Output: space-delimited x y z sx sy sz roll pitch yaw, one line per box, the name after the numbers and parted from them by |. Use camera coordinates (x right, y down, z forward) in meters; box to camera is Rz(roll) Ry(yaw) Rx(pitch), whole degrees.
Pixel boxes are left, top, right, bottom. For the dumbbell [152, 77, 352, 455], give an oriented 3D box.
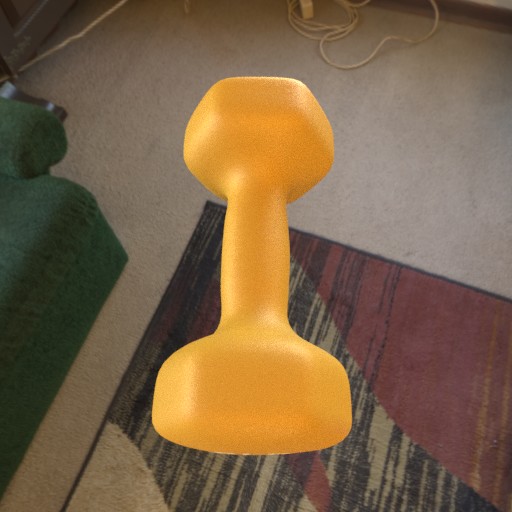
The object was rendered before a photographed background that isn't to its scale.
0.000 0.000 0.232 0.090 0.082 0.190 2 64 1 | dumbbell
